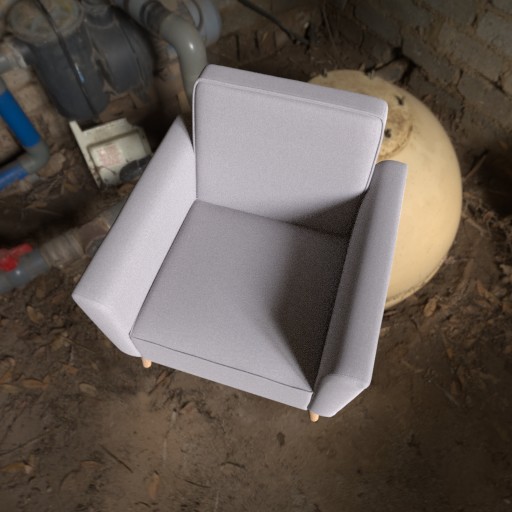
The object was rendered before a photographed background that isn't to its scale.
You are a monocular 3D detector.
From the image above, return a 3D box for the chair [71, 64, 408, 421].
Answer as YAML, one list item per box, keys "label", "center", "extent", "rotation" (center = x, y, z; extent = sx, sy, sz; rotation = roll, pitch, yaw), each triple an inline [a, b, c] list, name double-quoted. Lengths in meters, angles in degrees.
- label: "chair"
  center: [0.000, 0.000, 1.411]
  extent: [0.780, 0.780, 0.750]
  rotation: [15, 60, 9]
